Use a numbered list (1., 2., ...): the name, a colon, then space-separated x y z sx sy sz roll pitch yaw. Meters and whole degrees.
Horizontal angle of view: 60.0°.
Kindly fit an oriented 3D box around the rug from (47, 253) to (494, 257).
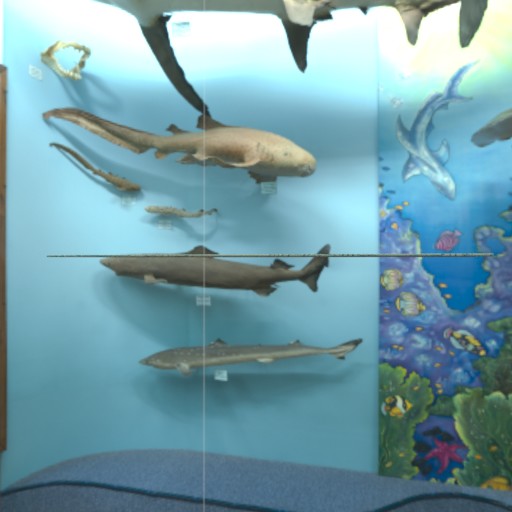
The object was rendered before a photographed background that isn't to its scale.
1. rug: 0.000 0.000 2.692 2.452 0.012 0.775 0 0 18
